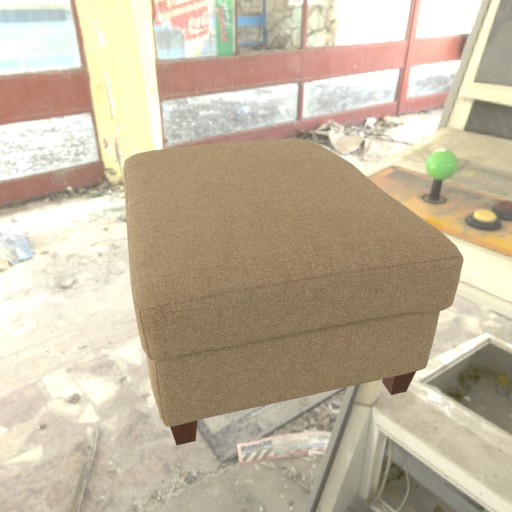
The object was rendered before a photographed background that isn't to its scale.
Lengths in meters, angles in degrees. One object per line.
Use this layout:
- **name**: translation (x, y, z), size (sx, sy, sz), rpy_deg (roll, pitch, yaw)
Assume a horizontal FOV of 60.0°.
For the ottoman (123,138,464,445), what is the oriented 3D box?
- **ottoman**: translation (0.000, 0.000, 1.302), size (0.692, 0.511, 0.889), rpy_deg (-8, 31, -13)
